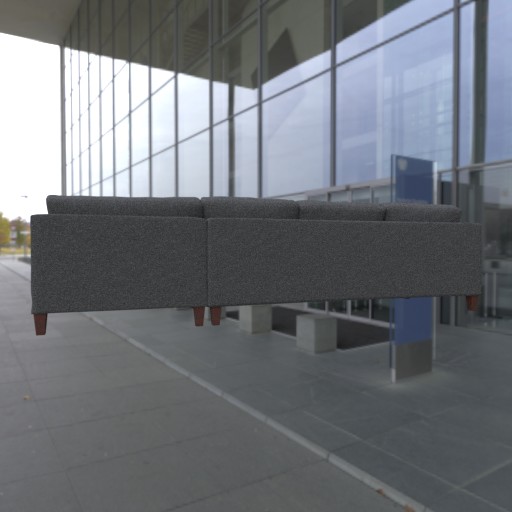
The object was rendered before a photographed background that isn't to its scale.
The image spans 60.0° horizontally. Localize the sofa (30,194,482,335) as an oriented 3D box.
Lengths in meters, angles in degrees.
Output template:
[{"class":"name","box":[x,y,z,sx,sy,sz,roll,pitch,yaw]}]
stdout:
[{"class":"sofa","box":[0.000,0.000,3.726,3.186,0.846,1.625,0,1,-18]}]
